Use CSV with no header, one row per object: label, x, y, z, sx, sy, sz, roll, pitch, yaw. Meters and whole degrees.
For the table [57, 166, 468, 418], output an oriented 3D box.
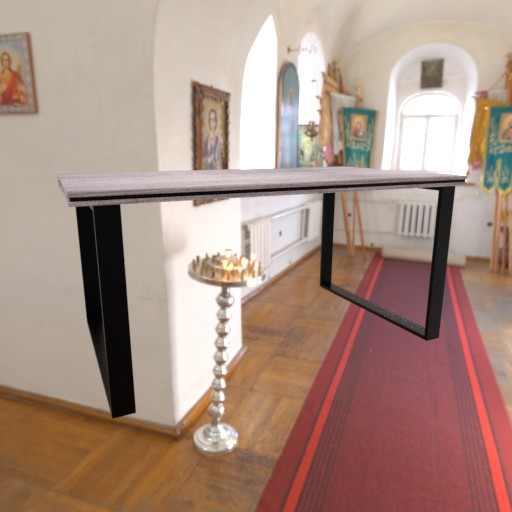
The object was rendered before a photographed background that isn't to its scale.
table,0.000,0.000,2.038,1.579,0.736,0.881,-7,16,-24
